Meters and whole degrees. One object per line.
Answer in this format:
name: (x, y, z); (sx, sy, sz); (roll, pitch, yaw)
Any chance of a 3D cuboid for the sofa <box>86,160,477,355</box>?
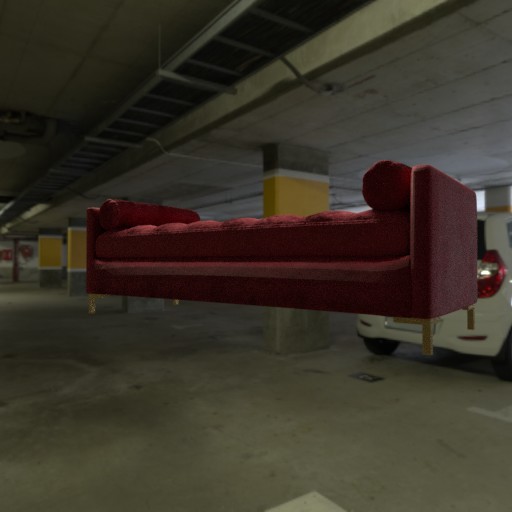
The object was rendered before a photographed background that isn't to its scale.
sofa: (0.000, 0.000, 2.435); (2.102, 0.705, 0.796); (-1, -1, 37)
